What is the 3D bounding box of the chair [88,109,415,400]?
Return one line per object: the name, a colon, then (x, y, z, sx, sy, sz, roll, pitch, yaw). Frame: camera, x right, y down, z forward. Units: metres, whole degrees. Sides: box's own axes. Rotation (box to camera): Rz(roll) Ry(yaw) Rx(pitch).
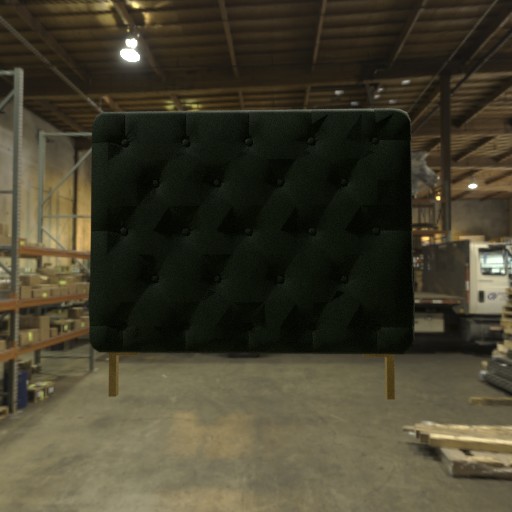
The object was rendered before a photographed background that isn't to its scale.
chair: (0.000, 0.000, 1.558, 0.855, 0.768, 0.917, 0, -2, 2)
